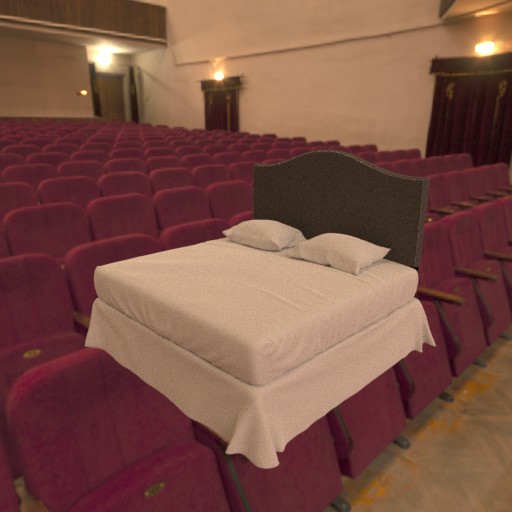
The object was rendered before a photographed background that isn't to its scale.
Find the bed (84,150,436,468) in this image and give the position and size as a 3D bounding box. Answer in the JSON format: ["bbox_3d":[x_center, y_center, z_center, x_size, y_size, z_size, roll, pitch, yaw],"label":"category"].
[{"bbox_3d":[0.000,0.000,3.698,2.219,1.651,2.314,-16,23,-42],"label":"bed"}]
